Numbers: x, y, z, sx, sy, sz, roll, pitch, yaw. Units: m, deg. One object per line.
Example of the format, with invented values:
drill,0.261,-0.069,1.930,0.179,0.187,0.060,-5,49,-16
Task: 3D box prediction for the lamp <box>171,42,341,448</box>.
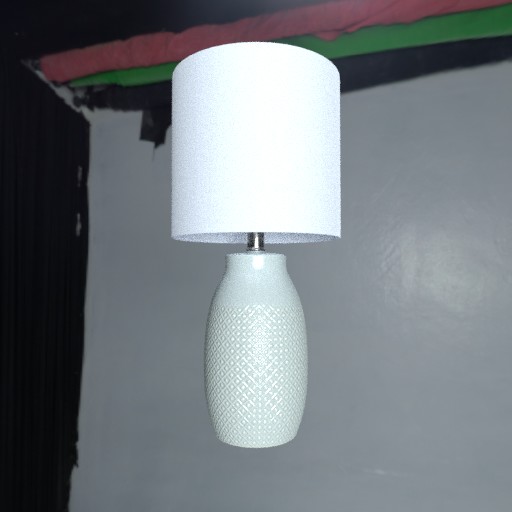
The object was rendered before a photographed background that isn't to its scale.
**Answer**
lamp,0.000,0.000,0.576,0.217,0.453,0.217,-1,-2,18
